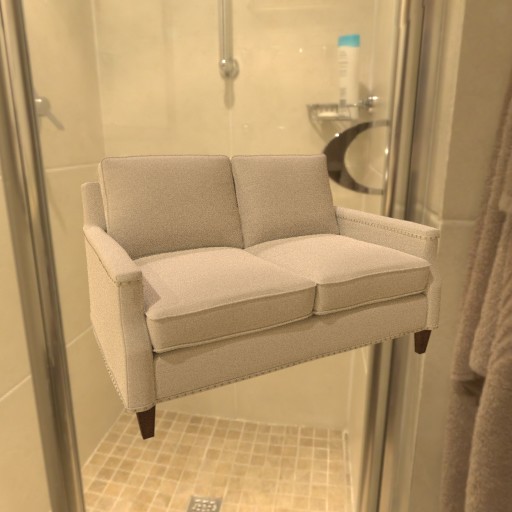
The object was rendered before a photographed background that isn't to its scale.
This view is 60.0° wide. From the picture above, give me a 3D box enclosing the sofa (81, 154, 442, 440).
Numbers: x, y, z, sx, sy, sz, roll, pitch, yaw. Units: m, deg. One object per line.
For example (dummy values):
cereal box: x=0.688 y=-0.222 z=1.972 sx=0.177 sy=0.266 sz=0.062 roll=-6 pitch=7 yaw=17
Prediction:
sofa: x=0.000 y=0.000 z=2.277 sx=1.597 sy=1.003 sz=1.084 roll=-8 pitch=17 yaw=-27
